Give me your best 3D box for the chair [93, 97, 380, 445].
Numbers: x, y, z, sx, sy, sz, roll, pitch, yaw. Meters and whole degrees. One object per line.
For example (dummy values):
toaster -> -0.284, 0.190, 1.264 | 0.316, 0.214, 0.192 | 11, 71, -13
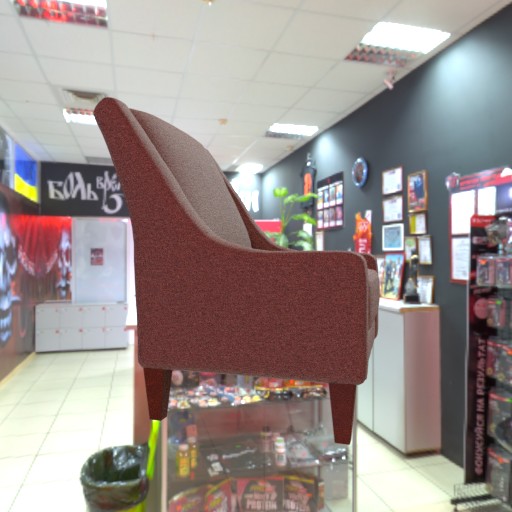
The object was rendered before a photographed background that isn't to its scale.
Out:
chair -> 0.000, 0.000, 1.636 | 0.870, 1.016, 0.774 | 0, 0, 18
